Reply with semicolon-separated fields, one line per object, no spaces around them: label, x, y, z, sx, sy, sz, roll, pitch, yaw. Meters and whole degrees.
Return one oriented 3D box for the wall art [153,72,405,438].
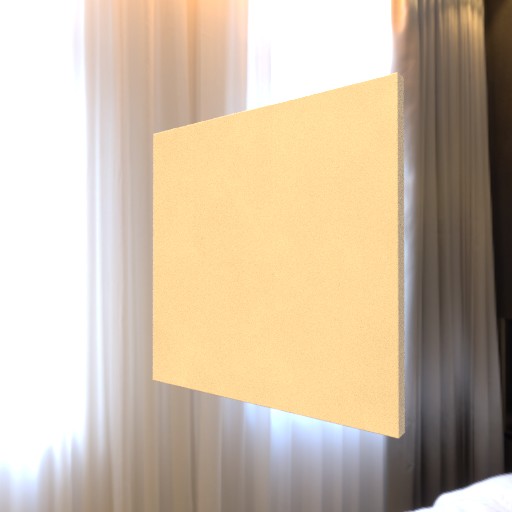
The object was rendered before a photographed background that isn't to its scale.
wall art;0.000;0.000;1.162;0.762;0.762;0.040;0;-1;36
